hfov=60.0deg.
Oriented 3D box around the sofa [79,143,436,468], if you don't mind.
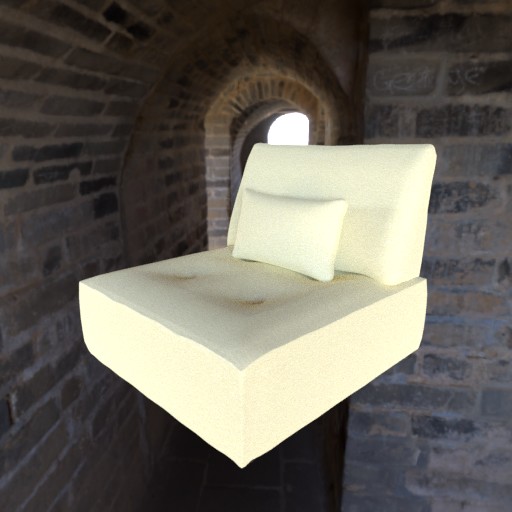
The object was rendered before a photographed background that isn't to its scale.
[{"bbox_3d":[0.000,0.000,1.676,1.000,0.820,0.930,-14,20,-43],"label":"sofa"}]
